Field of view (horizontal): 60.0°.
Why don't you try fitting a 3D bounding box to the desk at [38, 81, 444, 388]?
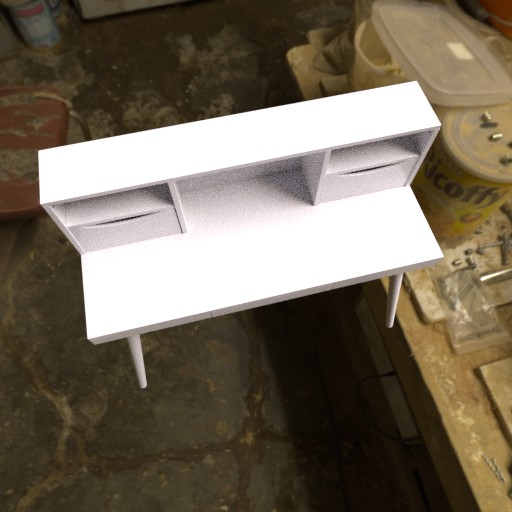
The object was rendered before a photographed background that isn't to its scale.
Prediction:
[{"bbox_3d":[0.000,0.000,1.705,1.199,0.990,0.559,-12,64,-6],"label":"desk"}]
